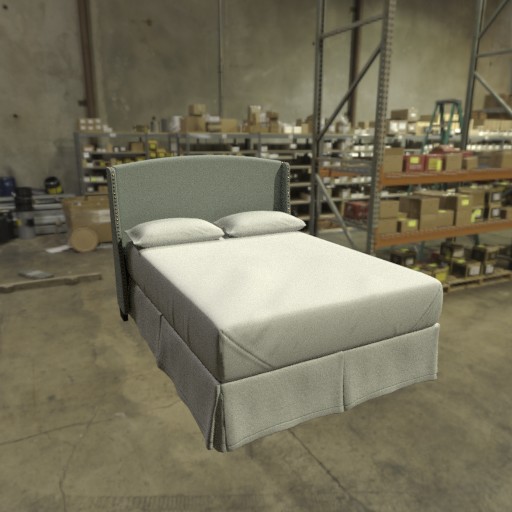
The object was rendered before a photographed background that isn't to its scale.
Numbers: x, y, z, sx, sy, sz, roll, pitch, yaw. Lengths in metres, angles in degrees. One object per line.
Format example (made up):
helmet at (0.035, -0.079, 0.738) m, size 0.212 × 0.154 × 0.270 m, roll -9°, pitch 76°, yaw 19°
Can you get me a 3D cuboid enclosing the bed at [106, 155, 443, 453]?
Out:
bed at (0.000, 0.000, 3.346) m, size 1.710 × 1.407 × 2.237 m, roll -8°, pitch 17°, yaw -27°
